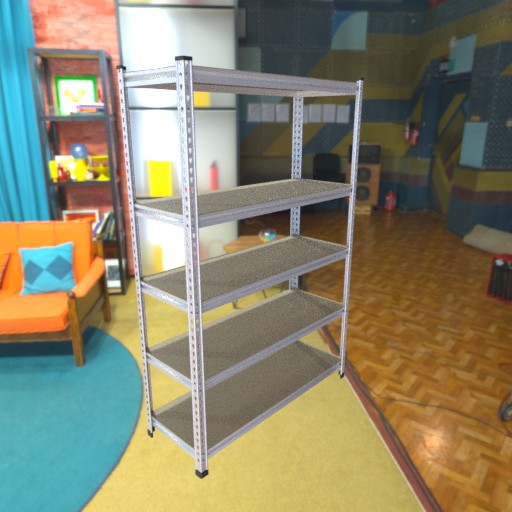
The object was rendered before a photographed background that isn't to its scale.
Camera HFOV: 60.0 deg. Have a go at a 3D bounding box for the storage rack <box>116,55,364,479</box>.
[{"bbox_3d":[0.000,0.000,2.382,0.457,1.829,1.219,16,23,41],"label":"storage rack"}]
